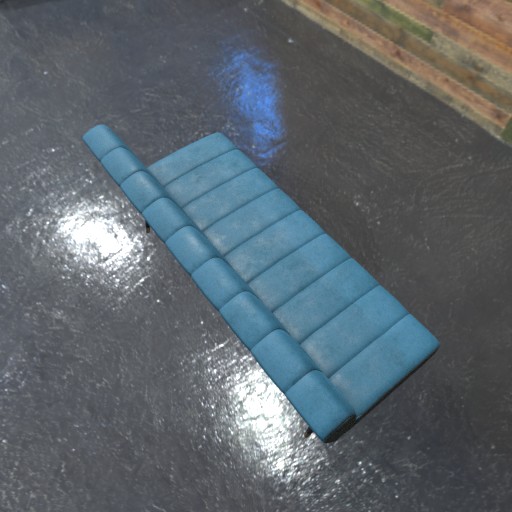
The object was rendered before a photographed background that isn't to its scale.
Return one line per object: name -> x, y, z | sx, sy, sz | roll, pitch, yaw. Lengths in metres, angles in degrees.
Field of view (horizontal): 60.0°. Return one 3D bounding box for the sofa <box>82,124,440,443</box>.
sofa -> 0.000, 0.000, 2.283 | 0.830, 0.825, 1.810 | -33, 63, -19
